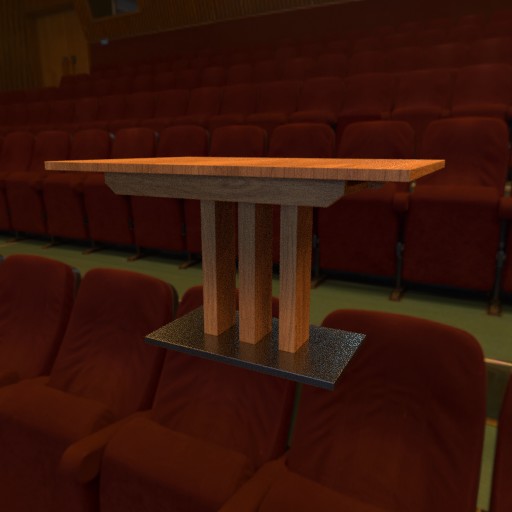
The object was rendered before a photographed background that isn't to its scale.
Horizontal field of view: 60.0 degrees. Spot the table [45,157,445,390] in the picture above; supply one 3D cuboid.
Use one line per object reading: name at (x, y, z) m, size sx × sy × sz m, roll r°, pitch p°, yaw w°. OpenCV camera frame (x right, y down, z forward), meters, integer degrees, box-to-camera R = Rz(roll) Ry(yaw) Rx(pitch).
table at (0.000, 0.000, 1.832) m, size 1.300 × 0.770 × 0.900 m, roll 7°, pitch 15°, yaw 27°
